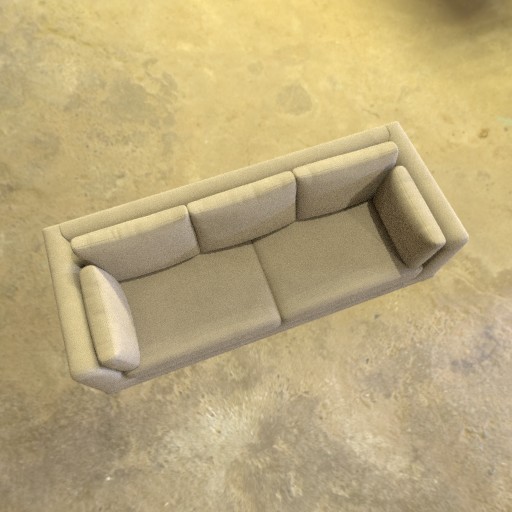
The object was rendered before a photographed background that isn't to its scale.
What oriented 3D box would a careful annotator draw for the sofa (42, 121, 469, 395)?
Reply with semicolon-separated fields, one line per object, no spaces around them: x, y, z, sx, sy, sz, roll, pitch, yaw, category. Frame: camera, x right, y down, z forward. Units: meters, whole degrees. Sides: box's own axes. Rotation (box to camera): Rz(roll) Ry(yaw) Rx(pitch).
0.000;0.000;2.953;2.415;0.867;0.969;-19;68;-8;sofa
